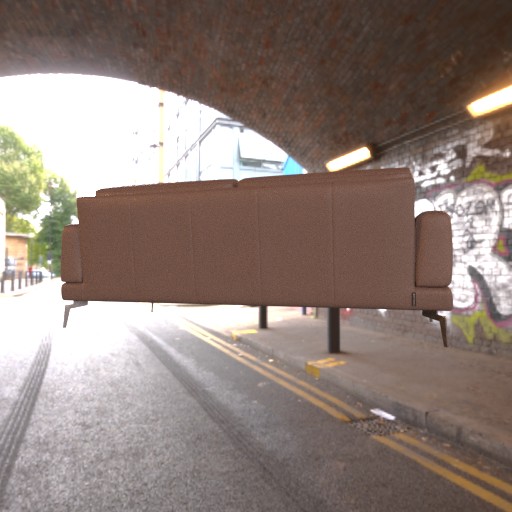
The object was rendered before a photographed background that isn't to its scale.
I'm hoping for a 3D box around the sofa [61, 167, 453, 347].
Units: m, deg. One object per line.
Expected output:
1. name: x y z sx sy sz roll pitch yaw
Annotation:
1. sofa: 0.000 0.000 2.457 1.940 0.765 0.974 -1 -2 18
